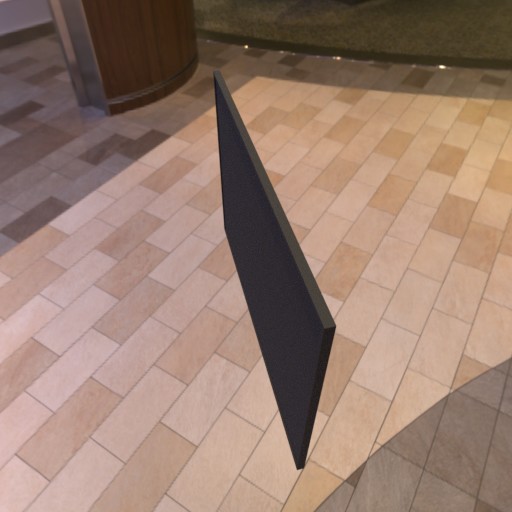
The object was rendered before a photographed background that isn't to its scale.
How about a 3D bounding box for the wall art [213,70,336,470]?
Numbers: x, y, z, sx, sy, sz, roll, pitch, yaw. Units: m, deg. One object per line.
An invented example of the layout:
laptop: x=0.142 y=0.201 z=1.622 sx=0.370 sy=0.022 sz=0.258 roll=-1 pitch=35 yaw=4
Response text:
wall art: x=0.000 y=0.000 z=1.552 sx=0.028 sy=0.805 sz=1.190 roll=-10 pitch=47 yaw=-10
